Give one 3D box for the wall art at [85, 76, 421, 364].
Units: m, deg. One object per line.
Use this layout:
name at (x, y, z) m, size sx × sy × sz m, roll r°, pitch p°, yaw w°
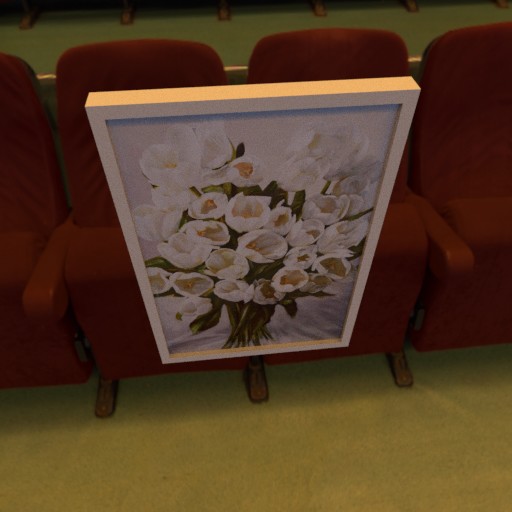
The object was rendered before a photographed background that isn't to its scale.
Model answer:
wall art at (0.000, 0.000, 0.549) m, size 0.293 × 0.428 × 0.025 m, roll -4°, pitch 47°, yaw -4°
